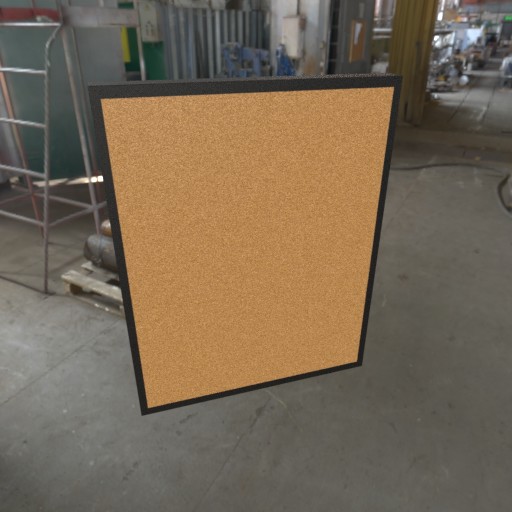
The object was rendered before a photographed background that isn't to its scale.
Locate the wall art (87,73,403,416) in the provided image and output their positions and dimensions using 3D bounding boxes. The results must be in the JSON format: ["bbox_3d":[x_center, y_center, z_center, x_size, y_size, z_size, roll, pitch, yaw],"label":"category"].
[{"bbox_3d":[0.000,0.000,0.494,0.294,0.369,0.030,-8,28,-15],"label":"wall art"}]
